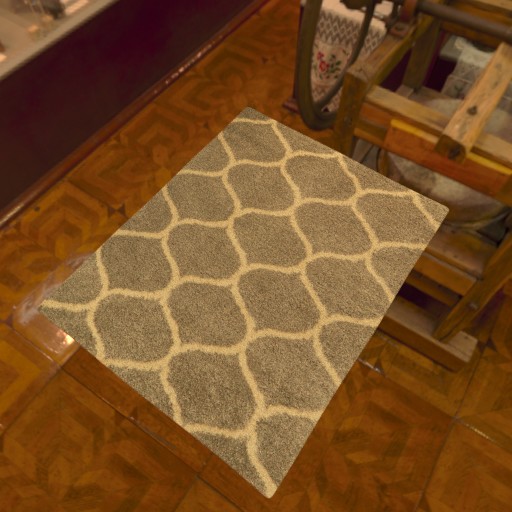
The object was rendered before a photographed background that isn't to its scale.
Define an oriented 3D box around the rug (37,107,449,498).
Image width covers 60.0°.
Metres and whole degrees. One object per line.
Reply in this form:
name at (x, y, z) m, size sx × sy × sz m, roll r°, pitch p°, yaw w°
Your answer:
rug at (0.000, 0.000, 3.971) m, size 2.399 × 0.026 × 3.000 m, roll 32°, pitch 65°, yaw 17°
